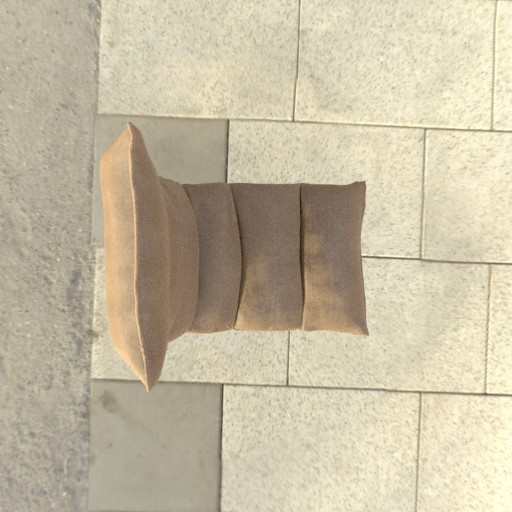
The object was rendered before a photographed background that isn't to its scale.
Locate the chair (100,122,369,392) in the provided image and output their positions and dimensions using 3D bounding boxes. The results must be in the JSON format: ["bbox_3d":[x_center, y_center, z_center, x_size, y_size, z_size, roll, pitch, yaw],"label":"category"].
[{"bbox_3d":[0.000,0.000,1.608,0.985,0.892,0.714,0,91,0],"label":"chair"}]
